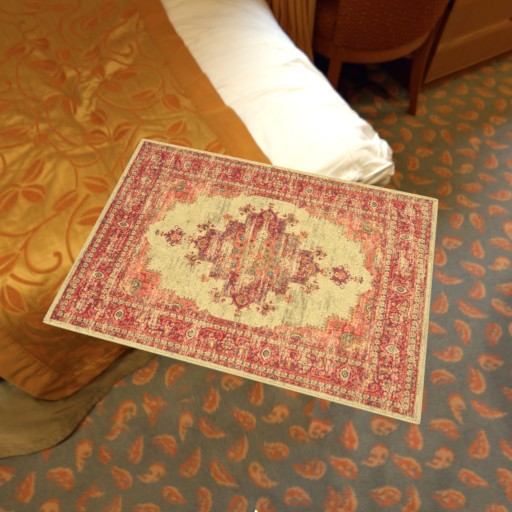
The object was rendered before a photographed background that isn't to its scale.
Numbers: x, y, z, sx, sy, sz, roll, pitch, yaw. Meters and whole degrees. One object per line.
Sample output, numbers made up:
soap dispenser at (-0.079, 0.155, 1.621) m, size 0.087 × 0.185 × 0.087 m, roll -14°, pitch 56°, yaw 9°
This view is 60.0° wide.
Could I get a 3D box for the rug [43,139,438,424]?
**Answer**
rug at (0.000, 0.000, 3.714) m, size 2.878 × 0.014 × 2.005 m, roll 13°, pitch 61°, yaw 7°
